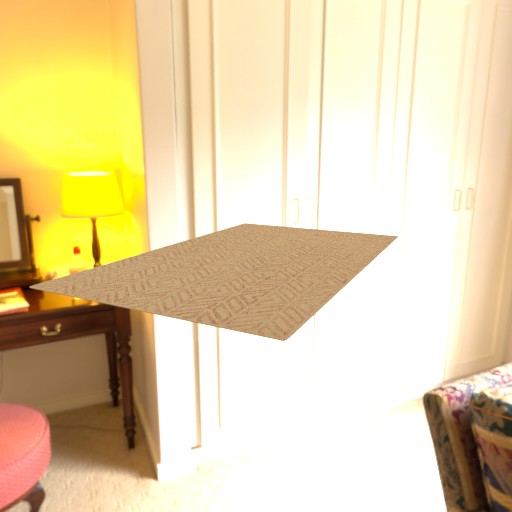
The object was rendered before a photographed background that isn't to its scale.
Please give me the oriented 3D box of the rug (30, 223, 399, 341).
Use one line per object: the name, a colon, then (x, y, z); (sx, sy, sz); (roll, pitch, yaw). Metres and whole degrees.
rug: (0.000, 0.000, 3.114); (1.523, 0.008, 2.438); (7, 15, 27)
